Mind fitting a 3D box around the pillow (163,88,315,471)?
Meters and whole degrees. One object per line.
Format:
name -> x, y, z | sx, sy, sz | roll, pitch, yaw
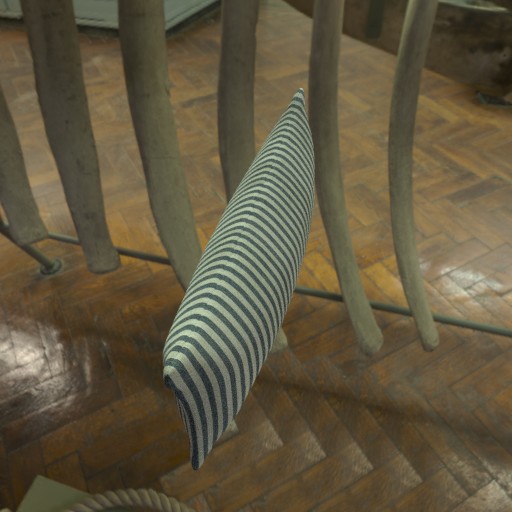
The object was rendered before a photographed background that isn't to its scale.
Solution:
pillow -> 0.000, 0.000, 0.740 | 0.151, 0.295, 0.617 | 12, 48, 11
